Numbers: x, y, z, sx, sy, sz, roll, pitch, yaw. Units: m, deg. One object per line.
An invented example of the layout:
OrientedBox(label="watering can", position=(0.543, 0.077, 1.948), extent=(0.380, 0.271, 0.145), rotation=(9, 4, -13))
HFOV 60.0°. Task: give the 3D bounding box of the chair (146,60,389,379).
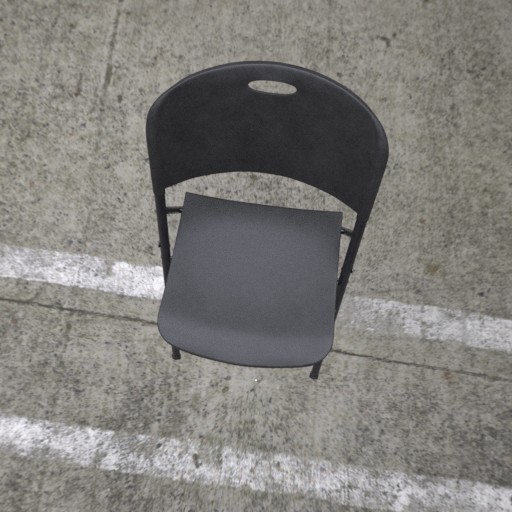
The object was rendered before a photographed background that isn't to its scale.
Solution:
OrientedBox(label="chair", position=(0.000, 0.000, 1.164), extent=(0.494, 0.810, 0.566), rotation=(8, 74, 2))
